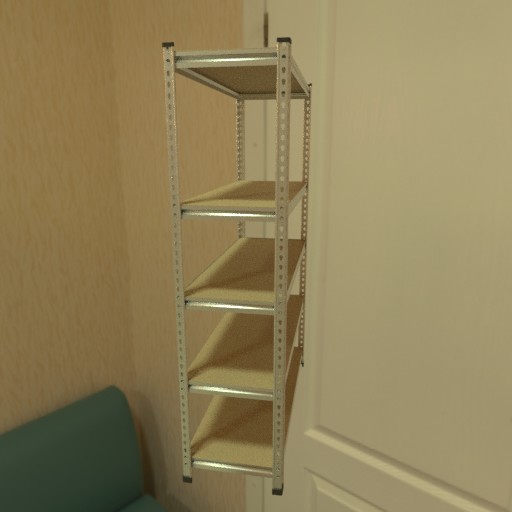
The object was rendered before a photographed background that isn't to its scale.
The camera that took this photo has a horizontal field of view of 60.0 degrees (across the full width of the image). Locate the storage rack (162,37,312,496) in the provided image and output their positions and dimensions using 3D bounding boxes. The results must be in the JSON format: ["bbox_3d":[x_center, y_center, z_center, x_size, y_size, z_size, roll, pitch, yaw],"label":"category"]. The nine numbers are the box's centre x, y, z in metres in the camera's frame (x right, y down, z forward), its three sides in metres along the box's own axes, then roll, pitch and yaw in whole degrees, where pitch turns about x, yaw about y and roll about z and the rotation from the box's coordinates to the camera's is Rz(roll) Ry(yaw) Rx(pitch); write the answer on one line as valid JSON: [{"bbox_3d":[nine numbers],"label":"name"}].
[{"bbox_3d":[0.000,0.000,2.323,0.457,1.829,1.219,3,14,10],"label":"storage rack"}]
